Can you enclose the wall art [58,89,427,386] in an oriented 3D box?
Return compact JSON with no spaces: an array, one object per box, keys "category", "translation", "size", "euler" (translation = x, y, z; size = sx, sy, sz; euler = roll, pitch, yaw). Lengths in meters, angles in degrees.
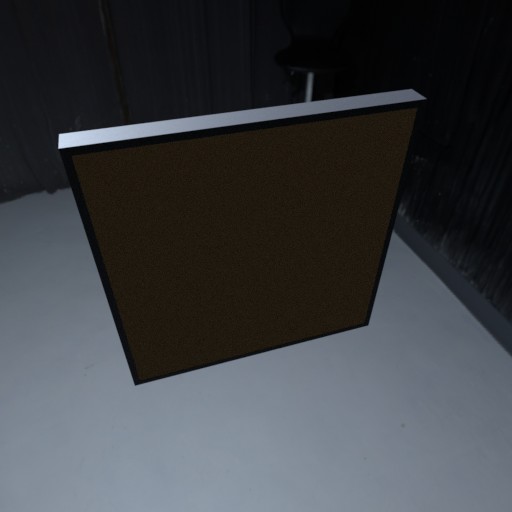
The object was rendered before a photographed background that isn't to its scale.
[{"category":"wall art","translation":[0.000,0.000,0.770],"size":[0.509,0.509,0.040],"euler":[-12,43,-13]}]
